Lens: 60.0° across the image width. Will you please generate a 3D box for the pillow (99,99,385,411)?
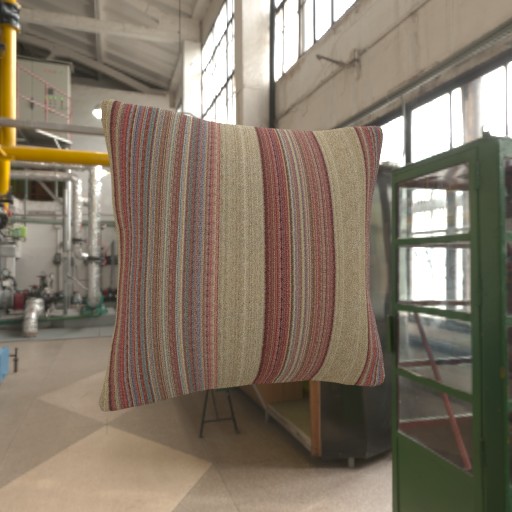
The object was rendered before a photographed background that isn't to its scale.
[{"bbox_3d":[0.000,0.000,0.653,0.437,0.419,0.136,0,0,-18],"label":"pillow"}]
